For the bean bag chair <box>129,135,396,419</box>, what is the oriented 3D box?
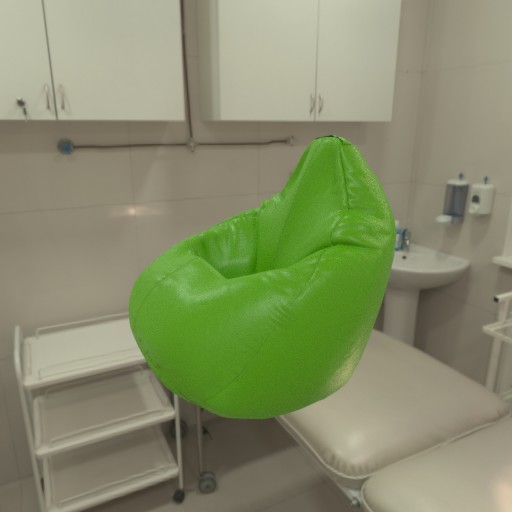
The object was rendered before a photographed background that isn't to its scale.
[{"bbox_3d":[0.000,0.000,1.892,1.070,0.990,1.070,-8,19,-26],"label":"bean bag chair"}]
